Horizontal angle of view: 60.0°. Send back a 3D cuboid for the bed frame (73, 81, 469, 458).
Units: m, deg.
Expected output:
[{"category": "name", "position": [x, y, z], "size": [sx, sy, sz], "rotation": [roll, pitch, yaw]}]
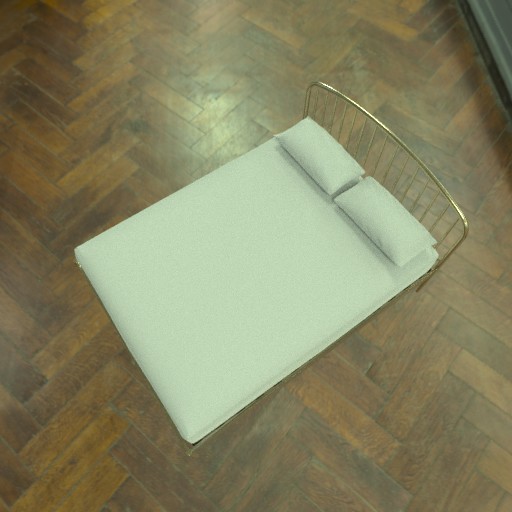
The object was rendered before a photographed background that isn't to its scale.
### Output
[{"category": "bed frame", "position": [0.000, 0.000, 3.116], "size": [2.152, 1.175, 1.612], "rotation": [-32, 68, -15]}]
